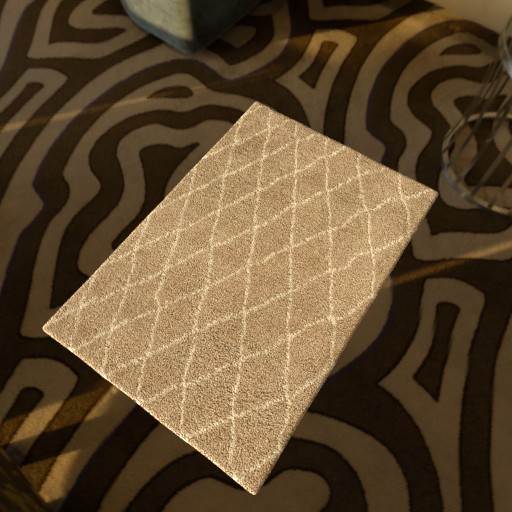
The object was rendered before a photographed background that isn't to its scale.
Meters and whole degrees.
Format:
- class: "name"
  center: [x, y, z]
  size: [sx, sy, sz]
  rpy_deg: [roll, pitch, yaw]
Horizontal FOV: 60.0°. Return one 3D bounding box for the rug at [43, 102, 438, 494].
- class: "rug"
  center: [0.000, 0.000, 2.259]
  size: [1.219, 0.030, 1.778]
  rpy_deg: [31, 67, 15]
